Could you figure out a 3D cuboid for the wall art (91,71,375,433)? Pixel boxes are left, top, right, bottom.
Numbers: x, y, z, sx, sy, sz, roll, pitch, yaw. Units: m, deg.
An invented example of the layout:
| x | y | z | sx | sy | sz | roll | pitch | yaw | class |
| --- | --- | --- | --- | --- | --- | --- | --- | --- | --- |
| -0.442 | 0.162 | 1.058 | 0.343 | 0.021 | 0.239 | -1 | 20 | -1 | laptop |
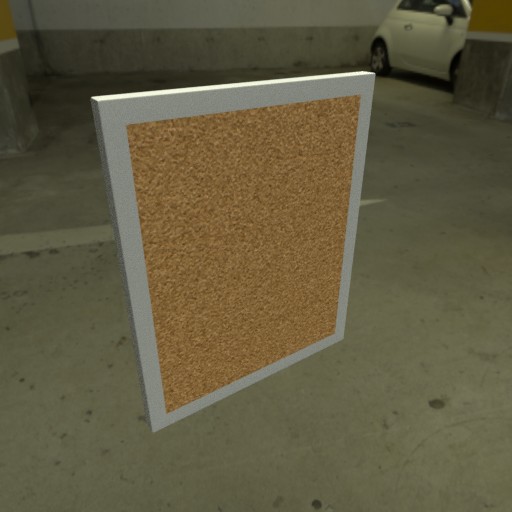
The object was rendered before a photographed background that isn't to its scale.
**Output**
| x | y | z | sx | sy | sz | roll | pitch | yaw | class |
| --- | --- | --- | --- | --- | --- | --- | --- | --- | --- |
| 0.000 | 0.000 | 0.758 | 0.454 | 0.556 | 0.028 | -18 | 34 | -29 | wall art |
